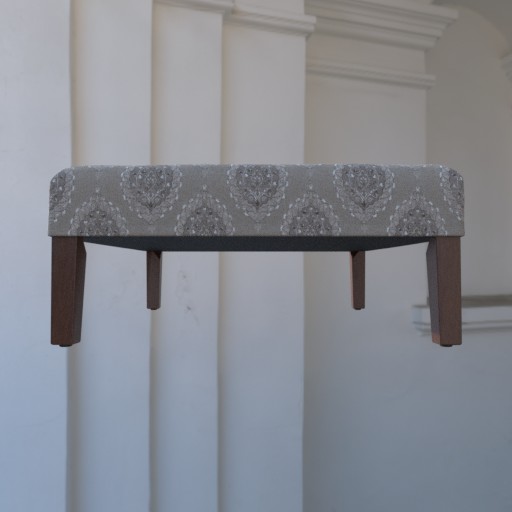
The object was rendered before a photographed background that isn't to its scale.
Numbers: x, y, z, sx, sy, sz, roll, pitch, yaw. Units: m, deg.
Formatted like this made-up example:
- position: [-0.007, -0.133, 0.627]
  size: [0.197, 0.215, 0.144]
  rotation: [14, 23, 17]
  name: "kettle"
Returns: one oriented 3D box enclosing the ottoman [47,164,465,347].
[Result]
- position: [0.000, 0.000, 1.374]
  size: [0.889, 0.411, 0.890]
  rotation: [0, -2, 0]
  name: "ottoman"
